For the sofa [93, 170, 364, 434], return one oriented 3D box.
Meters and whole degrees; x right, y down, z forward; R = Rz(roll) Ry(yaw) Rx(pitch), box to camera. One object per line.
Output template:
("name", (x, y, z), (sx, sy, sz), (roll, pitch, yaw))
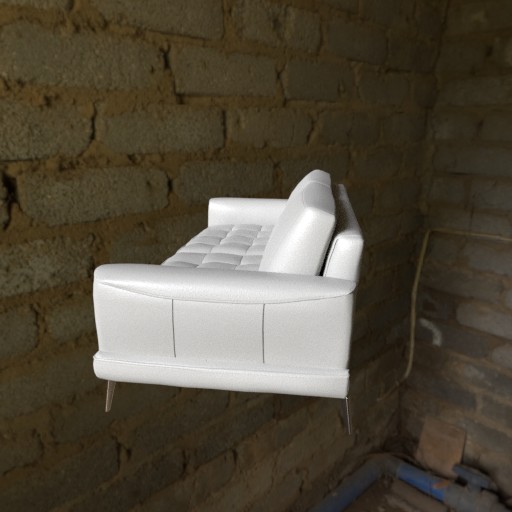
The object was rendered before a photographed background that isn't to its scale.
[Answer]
("sofa", (0.000, 0.000, 2.728), (1.121, 0.930, 2.177), (2, 16, 8))
